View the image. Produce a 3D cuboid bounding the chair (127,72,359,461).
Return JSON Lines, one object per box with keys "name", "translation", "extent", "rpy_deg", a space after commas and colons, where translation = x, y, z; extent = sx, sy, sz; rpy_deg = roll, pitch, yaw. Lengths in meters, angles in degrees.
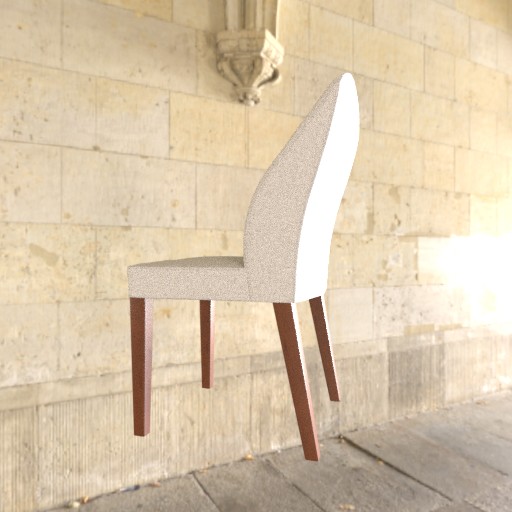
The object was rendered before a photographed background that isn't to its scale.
{"name": "chair", "translation": [0.000, 0.000, 1.226], "extent": [0.540, 0.893, 0.472], "rpy_deg": [0, 0, 17]}
